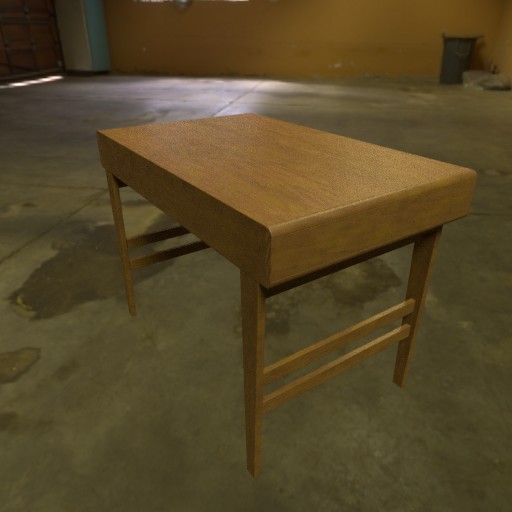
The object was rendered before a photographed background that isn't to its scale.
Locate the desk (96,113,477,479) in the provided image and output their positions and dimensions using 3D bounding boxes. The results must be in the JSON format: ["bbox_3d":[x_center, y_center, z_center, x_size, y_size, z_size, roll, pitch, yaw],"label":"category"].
[{"bbox_3d":[0.000,0.000,1.535,0.660,0.754,1.066,-17,32,-30],"label":"desk"}]
